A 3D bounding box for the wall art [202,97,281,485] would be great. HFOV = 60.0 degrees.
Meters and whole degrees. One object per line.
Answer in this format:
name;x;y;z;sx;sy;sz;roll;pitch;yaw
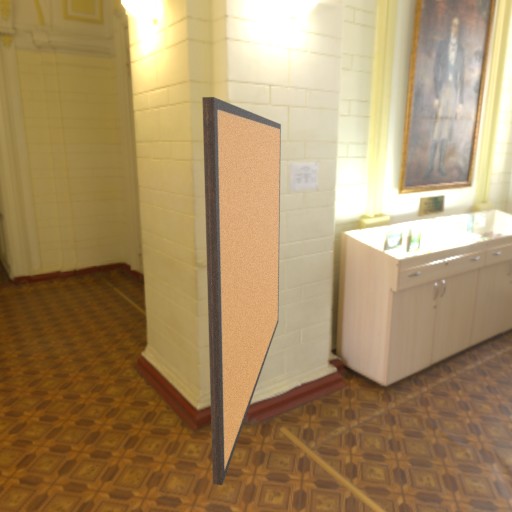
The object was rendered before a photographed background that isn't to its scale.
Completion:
wall art;0.000;0.000;1.447;0.023;0.875;1.033;2;14;10
